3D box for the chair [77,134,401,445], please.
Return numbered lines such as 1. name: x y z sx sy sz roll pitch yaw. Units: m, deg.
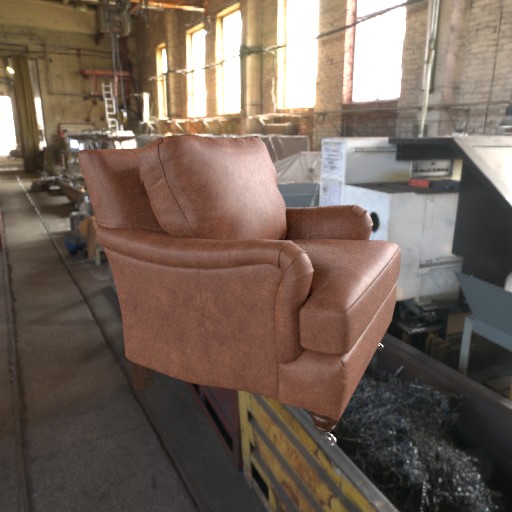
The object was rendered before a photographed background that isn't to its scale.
1. chair: 0.000 0.000 1.986 1.158 1.055 0.986 8 17 26
